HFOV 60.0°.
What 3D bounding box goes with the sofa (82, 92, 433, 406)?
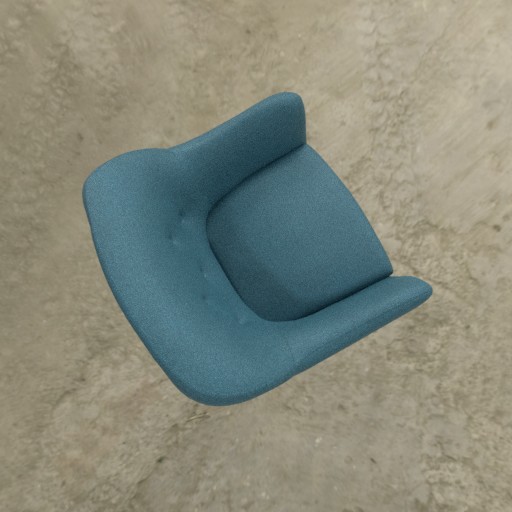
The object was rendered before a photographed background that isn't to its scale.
[{"bbox_3d":[0.000,0.000,1.536,0.825,0.817,0.836,-29,77,-8],"label":"sofa"}]
